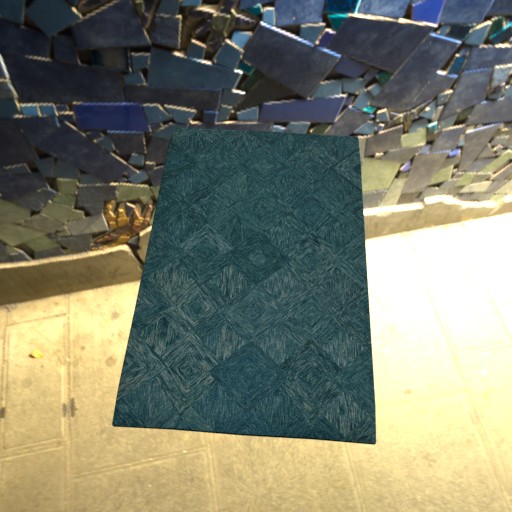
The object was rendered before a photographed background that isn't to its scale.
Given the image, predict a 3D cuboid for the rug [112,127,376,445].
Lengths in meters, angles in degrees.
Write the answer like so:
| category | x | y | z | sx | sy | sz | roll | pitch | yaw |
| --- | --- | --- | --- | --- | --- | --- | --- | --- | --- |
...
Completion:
| category | x | y | z | sx | sy | sz | roll | pitch | yaw |
| --- | --- | --- | --- | --- | --- | --- | --- | --- | --- |
| rug | 0.000 | 0.000 | 2.283 | 1.136 | 0.017 | 1.728 | 3 | 62 | 2 |
